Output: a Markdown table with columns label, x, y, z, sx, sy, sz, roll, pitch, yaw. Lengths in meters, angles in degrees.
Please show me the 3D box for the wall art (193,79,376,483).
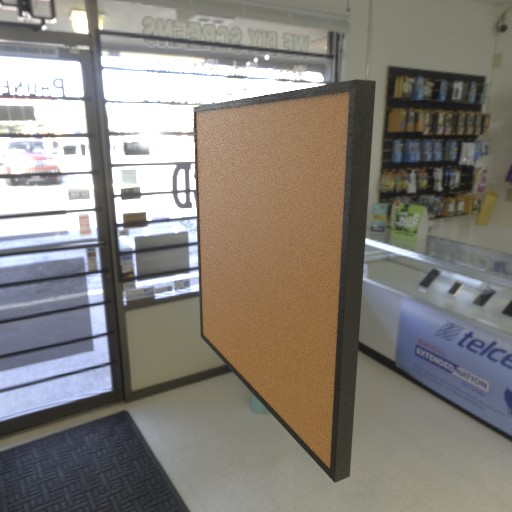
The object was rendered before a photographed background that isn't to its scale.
| label | x | y | z | sx | sy | sz | roll | pitch | yaw |
| --- | --- | --- | --- | --- | --- | --- | --- | --- | --- |
| wall art | 0.000 | 0.000 | 1.130 | 0.039 | 0.763 | 0.763 | -8 | 17 | -26 |
